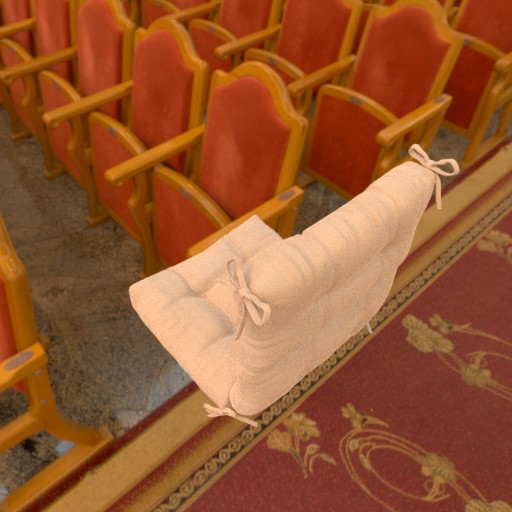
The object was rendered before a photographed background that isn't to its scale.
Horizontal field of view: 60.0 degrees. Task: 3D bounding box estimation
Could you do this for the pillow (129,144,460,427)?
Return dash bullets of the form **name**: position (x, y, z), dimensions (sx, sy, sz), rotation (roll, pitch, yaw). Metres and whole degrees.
- **pillow**: position (0.000, 0.000, 1.032), dimensions (0.519, 0.605, 0.571), rotation (-32, 55, -27)
